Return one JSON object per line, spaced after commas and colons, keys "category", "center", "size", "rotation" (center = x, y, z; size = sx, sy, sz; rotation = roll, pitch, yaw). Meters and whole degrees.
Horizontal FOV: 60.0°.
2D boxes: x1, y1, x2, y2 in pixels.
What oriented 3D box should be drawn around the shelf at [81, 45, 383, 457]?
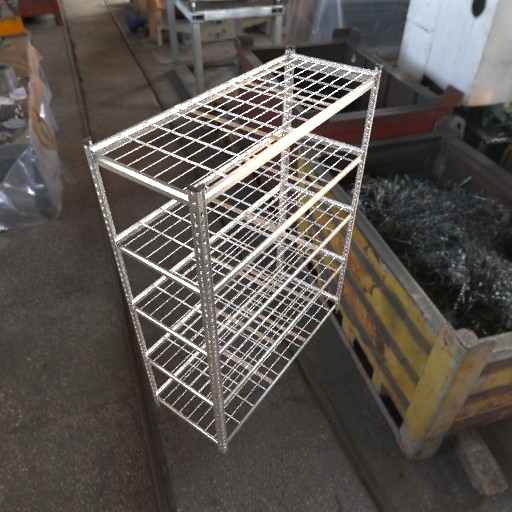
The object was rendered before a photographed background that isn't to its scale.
{"category": "shelf", "center": [0.000, 0.000, 2.725], "size": [0.610, 1.981, 1.524], "rotation": [26, 47, 26]}
